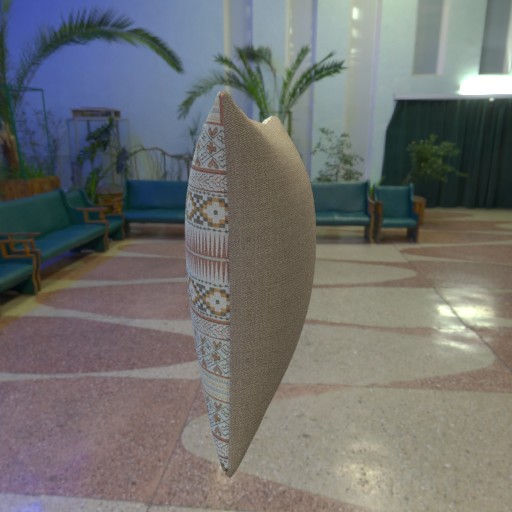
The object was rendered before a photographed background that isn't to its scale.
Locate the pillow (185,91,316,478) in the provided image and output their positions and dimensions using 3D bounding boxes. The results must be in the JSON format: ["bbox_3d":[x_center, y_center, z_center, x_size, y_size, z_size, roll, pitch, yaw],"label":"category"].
[{"bbox_3d":[0.000,0.000,0.806,0.215,0.519,0.521,2,15,8],"label":"pillow"}]
